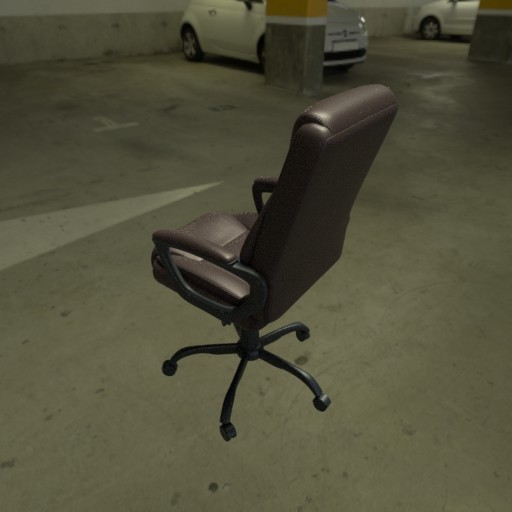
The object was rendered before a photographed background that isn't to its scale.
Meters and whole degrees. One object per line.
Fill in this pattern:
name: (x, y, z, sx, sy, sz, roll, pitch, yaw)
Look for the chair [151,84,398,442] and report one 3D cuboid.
chair: (0.000, 0.000, 1.449, 0.655, 1.072, 0.615, 19, 35, 29)
